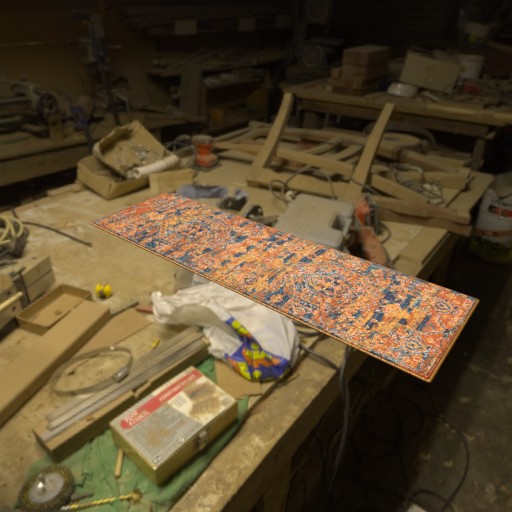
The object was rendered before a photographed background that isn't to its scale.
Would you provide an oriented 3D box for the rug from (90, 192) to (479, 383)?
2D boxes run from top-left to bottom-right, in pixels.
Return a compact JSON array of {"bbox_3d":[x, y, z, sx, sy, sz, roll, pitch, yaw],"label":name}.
[{"bbox_3d":[0.000,0.000,2.051,1.820,0.013,0.556,22,37,32],"label":"rug"}]
